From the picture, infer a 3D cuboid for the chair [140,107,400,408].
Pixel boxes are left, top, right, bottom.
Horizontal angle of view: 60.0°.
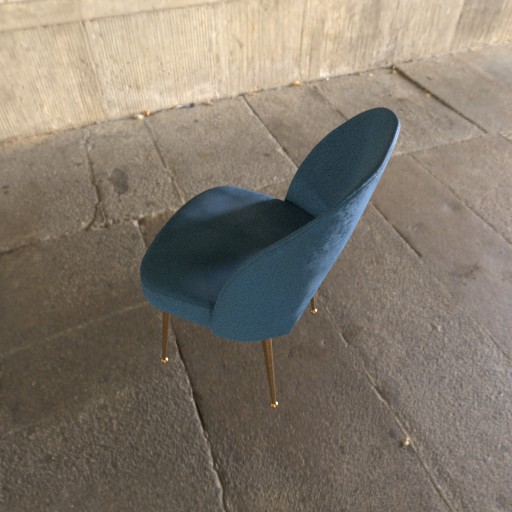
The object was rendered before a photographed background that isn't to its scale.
[{"bbox_3d":[0.000,0.000,1.232,0.577,0.860,0.527,17,48,16],"label":"chair"}]
